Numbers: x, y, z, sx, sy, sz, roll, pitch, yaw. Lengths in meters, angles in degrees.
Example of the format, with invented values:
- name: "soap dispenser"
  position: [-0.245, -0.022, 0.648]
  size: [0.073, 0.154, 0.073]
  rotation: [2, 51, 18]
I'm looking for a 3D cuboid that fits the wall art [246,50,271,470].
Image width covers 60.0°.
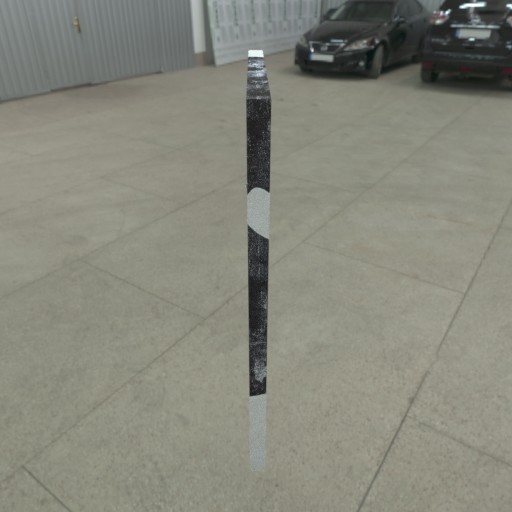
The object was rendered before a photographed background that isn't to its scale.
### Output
- name: "wall art"
  position: [0.000, 0.000, 1.158]
  size: [0.041, 0.915, 0.610]
  rotation: [0, 31, 0]
